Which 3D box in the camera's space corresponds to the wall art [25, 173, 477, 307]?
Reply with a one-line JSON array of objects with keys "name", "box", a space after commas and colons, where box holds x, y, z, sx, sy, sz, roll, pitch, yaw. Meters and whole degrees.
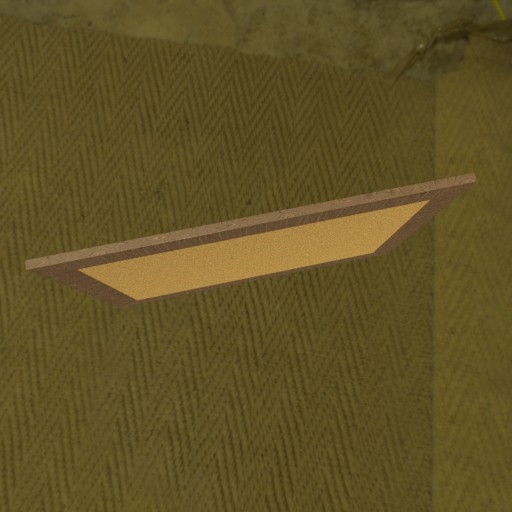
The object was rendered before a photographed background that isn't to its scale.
[{"name": "wall art", "box": [0.000, 0.000, 1.190, 0.917, 0.626, 0.019, -11, 77, -3]}]
